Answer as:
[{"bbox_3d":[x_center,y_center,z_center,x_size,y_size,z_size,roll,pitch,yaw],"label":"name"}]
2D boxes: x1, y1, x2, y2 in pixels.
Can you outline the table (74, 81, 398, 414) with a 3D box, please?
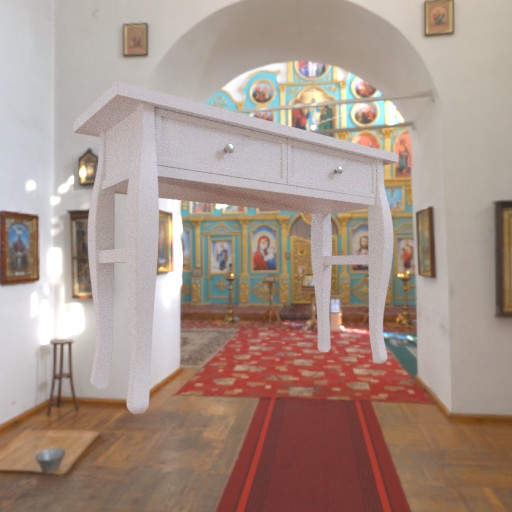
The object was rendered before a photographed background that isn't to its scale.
[{"bbox_3d":[0.000,0.000,1.458,1.062,0.768,0.373,1,-2,-37],"label":"table"}]
